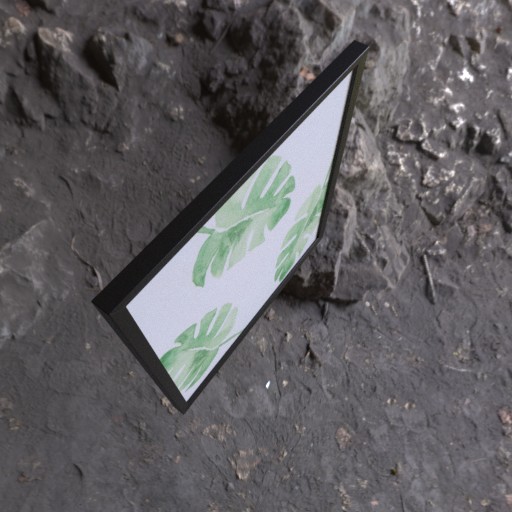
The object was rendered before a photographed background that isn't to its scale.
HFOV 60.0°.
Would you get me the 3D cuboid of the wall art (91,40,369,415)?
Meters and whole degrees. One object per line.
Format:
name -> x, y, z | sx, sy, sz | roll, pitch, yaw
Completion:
wall art -> 0.000, 0.000, 1.129 | 0.038, 0.765, 0.765 | 33, 65, 17
